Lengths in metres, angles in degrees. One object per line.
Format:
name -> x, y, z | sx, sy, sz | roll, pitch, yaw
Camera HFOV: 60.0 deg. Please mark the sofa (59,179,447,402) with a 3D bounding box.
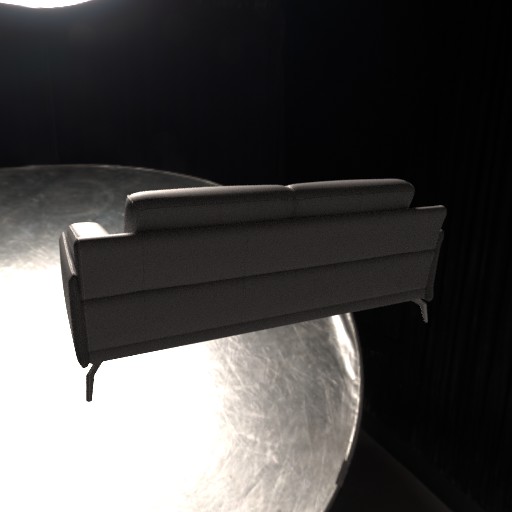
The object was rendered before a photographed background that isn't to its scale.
sofa -> 0.000, 0.000, 2.604 | 2.100, 0.900, 0.969 | -7, 16, -25
